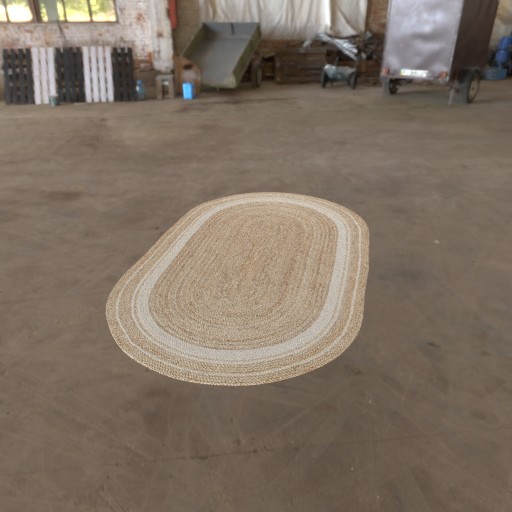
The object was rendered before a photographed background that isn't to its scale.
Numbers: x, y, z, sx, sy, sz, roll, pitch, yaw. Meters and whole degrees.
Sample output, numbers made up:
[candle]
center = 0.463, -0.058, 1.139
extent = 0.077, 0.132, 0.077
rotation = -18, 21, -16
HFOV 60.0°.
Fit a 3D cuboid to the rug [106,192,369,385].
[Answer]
[rug]
center = 0.000, 0.000, 3.066
extent = 1.520, 0.006, 2.432
rotation = 7, 30, 13
